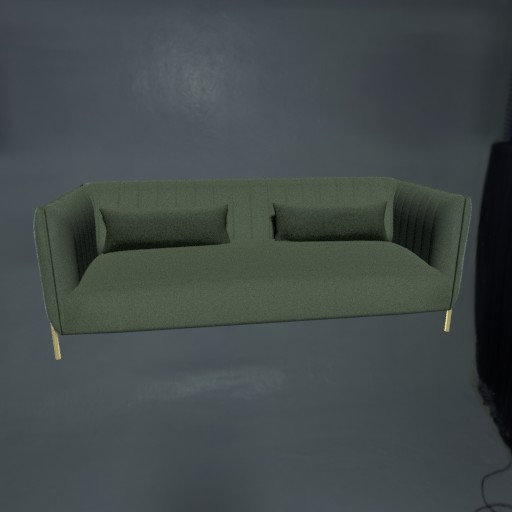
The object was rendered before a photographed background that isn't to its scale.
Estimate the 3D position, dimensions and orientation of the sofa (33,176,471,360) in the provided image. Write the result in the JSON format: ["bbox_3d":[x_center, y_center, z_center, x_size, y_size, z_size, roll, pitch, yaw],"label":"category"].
[{"bbox_3d":[0.000,0.000,2.547,2.137,0.793,0.896,-2,17,-8],"label":"sofa"}]
